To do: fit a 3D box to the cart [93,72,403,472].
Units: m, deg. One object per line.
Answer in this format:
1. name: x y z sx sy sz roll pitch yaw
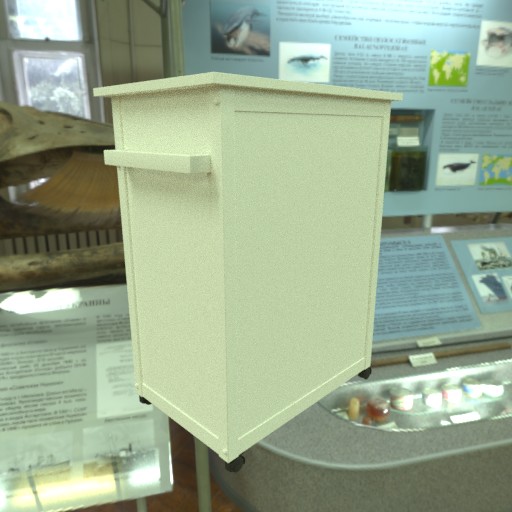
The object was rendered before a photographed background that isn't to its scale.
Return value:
1. cart: 0.000 0.000 1.234 0.442 0.864 0.683 15 22 43
